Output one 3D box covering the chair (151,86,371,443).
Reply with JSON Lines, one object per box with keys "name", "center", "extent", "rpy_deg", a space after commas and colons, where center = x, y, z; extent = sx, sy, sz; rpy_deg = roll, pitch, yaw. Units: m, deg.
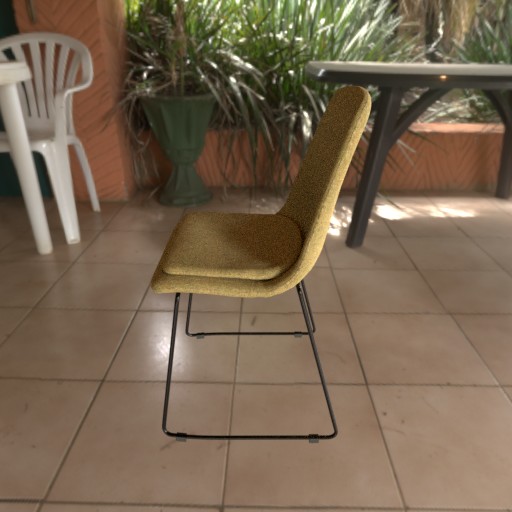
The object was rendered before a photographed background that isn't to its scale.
{"name": "chair", "center": [0.000, 0.000, 1.186], "extent": [0.496, 0.849, 0.479], "rpy_deg": [0, 25, 0]}
